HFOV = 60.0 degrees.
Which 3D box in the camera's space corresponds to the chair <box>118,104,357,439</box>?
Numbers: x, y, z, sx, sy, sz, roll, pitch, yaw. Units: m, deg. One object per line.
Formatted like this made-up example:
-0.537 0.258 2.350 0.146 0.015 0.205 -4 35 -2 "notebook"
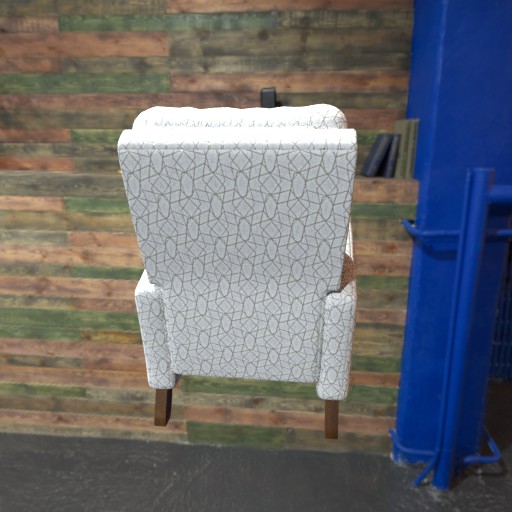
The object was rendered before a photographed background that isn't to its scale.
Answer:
0.000 0.000 1.724 0.796 1.064 0.995 2 14 6 "chair"
